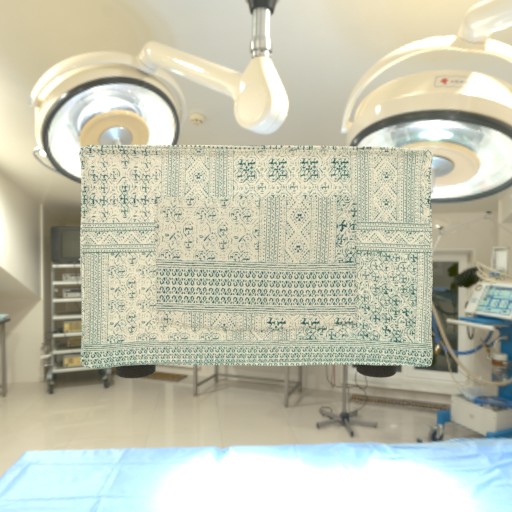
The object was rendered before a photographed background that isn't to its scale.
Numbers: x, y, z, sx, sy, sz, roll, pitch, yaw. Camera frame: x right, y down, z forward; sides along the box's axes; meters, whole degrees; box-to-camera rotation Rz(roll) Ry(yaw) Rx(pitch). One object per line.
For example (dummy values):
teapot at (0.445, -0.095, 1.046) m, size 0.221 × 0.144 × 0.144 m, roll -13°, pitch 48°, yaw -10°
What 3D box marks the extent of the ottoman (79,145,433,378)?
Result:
ottoman at (0.000, 0.000, 1.052) m, size 0.617 × 0.439 × 0.626 m, roll 0°, pitch 1°, yaw -1°
